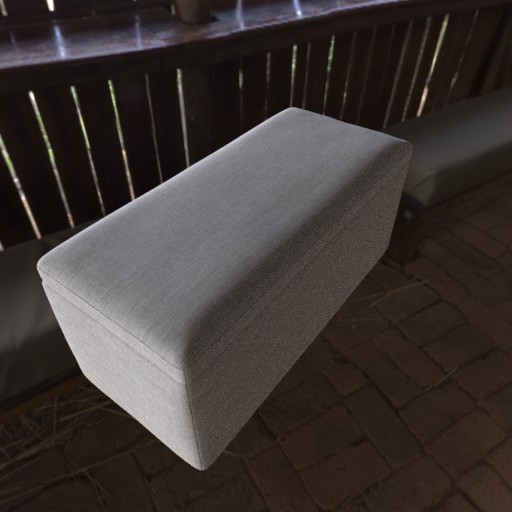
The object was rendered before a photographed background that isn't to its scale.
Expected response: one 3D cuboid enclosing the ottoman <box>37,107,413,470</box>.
[{"bbox_3d":[0.000,0.000,1.132,0.419,0.432,0.902,27,49,27],"label":"ottoman"}]
